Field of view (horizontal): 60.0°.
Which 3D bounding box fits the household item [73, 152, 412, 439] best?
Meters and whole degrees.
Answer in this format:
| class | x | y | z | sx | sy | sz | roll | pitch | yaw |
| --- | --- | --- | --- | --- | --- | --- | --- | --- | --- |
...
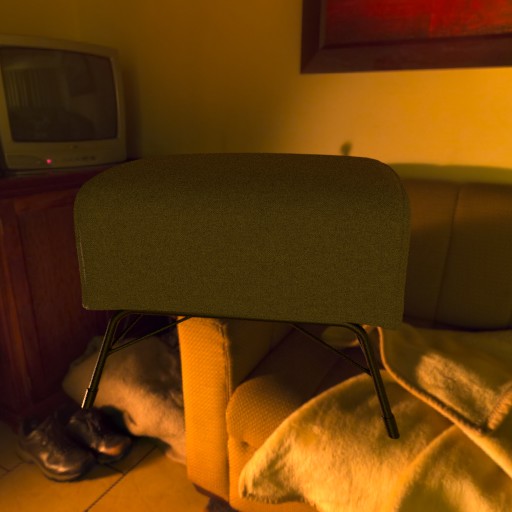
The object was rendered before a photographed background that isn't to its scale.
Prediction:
| class | x | y | z | sx | sy | sz | roll | pitch | yaw |
| --- | --- | --- | --- | --- | --- | --- | --- | --- | --- |
| household item | 0.000 | 0.000 | 0.912 | 0.530 | 0.410 | 0.530 | 2 | 17 | 8 |
